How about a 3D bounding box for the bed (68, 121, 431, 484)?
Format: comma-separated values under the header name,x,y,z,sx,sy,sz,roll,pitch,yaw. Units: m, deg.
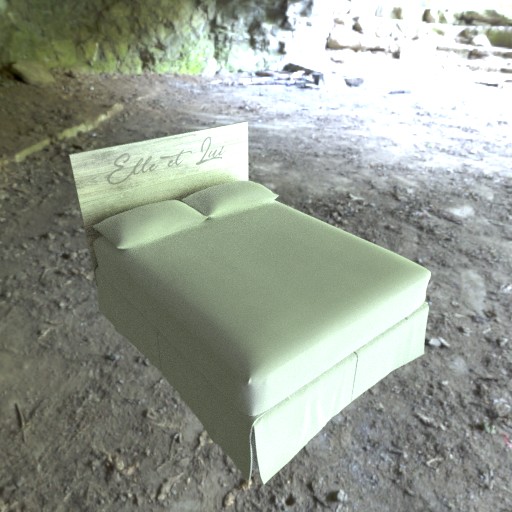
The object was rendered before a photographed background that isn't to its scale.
name,x,y,z,sx,sy,sz,roll,pitch,yaw
bed,0.000,0.000,3.206,1.745,1.335,2.094,-22,36,-34
